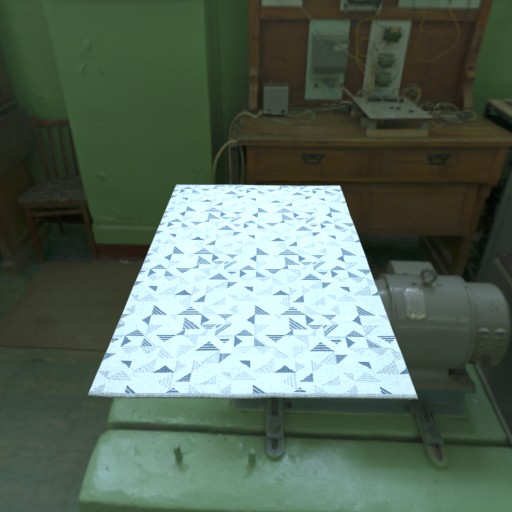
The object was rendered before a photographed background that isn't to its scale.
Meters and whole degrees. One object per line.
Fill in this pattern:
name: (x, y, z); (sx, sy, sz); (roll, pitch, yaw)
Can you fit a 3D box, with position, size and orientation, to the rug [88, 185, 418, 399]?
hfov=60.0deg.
rug: (0.000, 0.000, 3.055); (1.512, 0.009, 2.457); (0, 32, 1)
